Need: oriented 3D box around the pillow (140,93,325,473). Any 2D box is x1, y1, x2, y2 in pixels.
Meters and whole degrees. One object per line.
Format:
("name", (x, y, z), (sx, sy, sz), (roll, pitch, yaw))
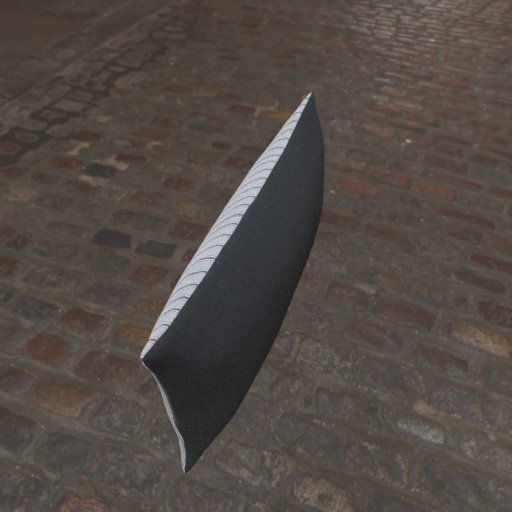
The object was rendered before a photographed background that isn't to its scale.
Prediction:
("pillow", (0.000, 0.000, 0.723), (0.151, 0.305, 0.609), (15, 48, 14))
